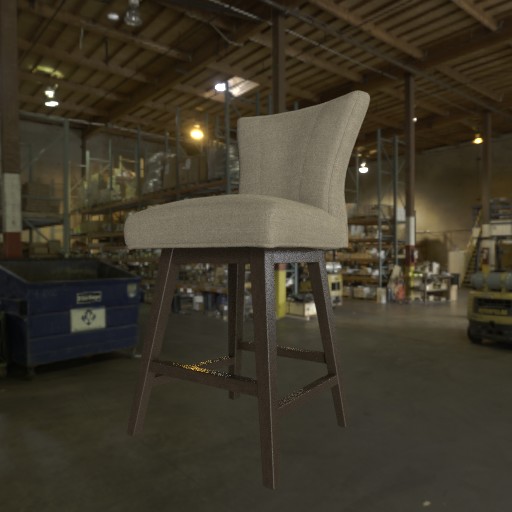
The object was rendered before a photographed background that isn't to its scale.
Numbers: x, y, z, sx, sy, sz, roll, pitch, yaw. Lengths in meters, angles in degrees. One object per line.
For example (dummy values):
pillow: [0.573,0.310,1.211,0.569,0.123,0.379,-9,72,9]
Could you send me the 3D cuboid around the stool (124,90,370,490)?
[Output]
stool: [0.000,0.000,1.304,0.514,1.000,0.574,0,0,37]
